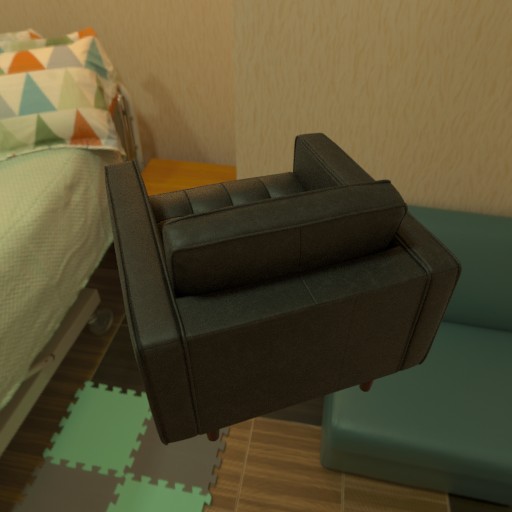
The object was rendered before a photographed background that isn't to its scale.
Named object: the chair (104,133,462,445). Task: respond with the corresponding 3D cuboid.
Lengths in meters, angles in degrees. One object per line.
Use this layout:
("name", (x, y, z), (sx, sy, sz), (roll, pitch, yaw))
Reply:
("chair", (0.000, 0.000, 1.523), (0.889, 0.763, 0.914), (-13, 42, -14))
